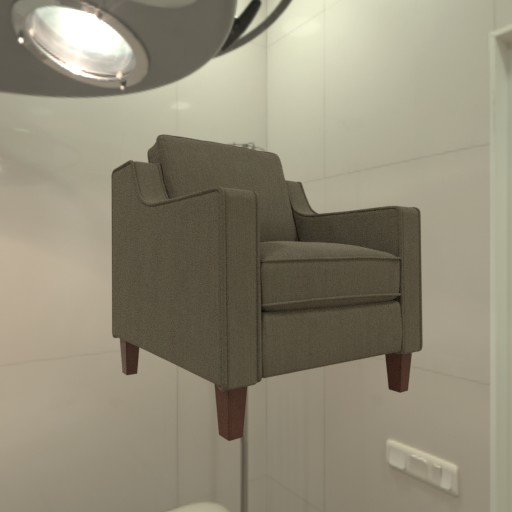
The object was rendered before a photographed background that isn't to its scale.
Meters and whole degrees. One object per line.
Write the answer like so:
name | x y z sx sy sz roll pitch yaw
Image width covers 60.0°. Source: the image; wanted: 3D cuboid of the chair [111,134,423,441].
chair | 0.000 0.000 1.695 0.831 0.960 0.909 0 0 -35
